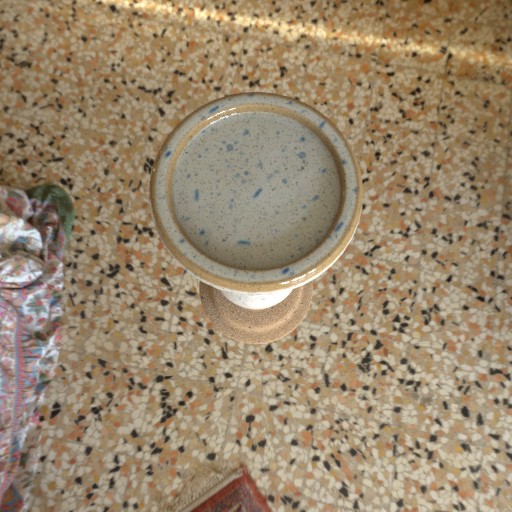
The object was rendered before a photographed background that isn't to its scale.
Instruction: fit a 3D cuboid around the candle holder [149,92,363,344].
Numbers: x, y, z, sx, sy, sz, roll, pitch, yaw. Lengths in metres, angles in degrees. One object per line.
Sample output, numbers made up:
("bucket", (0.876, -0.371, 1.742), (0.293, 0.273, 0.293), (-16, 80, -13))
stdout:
("candle holder", (0.000, 0.000, 0.251), (0.088, 0.203, 0.088), (0, 76, 0))
